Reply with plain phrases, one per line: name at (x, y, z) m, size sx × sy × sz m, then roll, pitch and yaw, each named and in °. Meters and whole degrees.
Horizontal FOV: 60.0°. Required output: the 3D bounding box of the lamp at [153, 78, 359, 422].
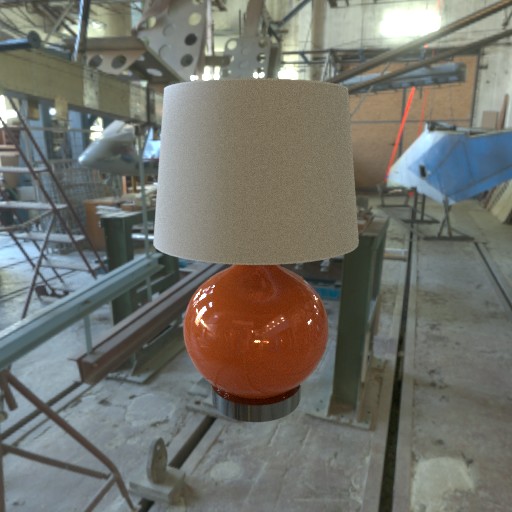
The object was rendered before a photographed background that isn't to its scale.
lamp at (0.000, 0.000, 0.550) m, size 0.247 × 0.387 × 0.247 m, roll 0°, pitch 14°, yaw 0°
